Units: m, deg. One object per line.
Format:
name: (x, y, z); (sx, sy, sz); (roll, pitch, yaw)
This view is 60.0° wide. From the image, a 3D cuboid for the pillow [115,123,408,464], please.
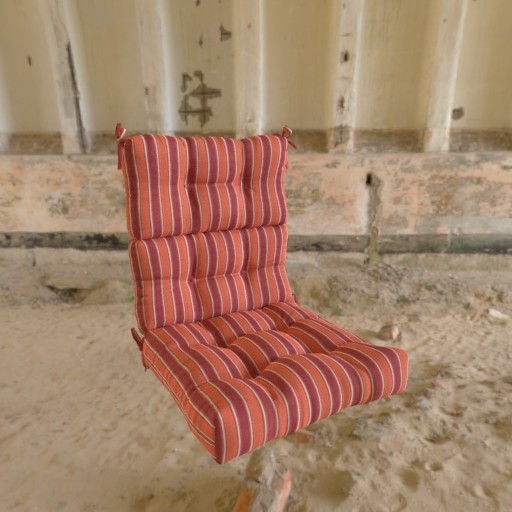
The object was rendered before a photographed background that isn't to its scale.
pillow: (0.000, 0.000, 1.030); (0.519, 0.605, 0.571); (-8, 16, -29)
